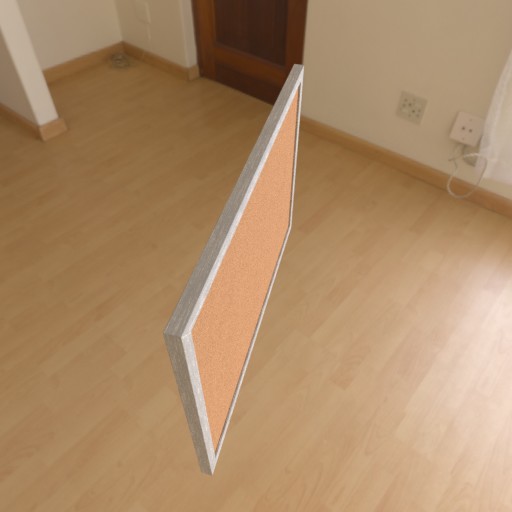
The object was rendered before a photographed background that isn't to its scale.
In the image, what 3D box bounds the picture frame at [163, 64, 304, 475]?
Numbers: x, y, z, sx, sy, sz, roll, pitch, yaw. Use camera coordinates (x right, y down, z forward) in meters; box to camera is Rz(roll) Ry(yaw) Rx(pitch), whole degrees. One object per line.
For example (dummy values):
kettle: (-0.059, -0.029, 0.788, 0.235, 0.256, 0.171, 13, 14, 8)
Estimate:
picture frame: (0.000, 0.000, 1.204, 0.029, 0.640, 0.950, 11, 48, 10)
